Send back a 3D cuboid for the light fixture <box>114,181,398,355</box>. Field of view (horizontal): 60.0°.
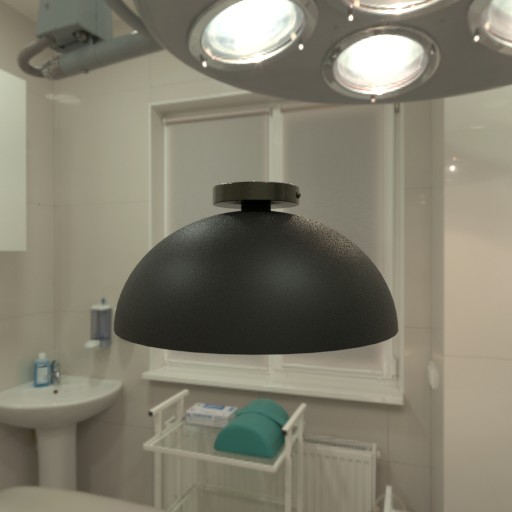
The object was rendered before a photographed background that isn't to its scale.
[{"bbox_3d":[0.000,0.000,0.579,0.355,0.177,0.355,0,0,0],"label":"light fixture"}]
